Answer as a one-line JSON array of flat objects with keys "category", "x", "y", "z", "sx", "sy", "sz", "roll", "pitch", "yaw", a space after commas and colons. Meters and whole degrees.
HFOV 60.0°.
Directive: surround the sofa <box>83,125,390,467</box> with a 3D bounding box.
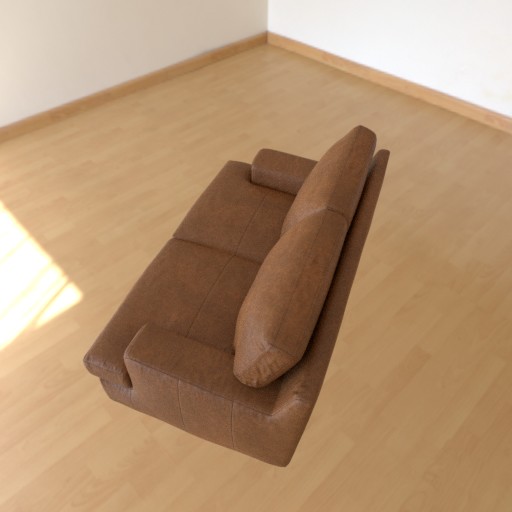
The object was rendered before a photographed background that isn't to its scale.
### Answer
[{"category": "sofa", "x": 0.000, "y": 0.000, "z": 2.544, "sx": 1.144, "sy": 0.966, "sz": 1.880, "roll": 15, "pitch": 48, "yaw": 14}]
